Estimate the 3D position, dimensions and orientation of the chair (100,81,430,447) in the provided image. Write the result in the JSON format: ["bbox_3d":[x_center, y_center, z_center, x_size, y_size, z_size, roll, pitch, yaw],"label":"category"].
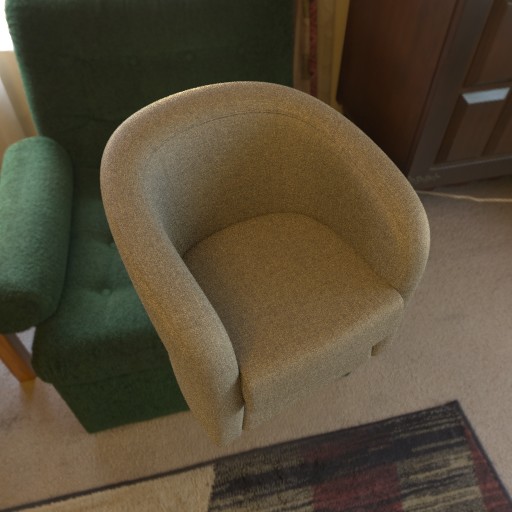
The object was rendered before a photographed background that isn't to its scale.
[{"bbox_3d":[0.000,0.000,1.393,0.791,0.771,0.815,-24,52,-20],"label":"chair"}]
